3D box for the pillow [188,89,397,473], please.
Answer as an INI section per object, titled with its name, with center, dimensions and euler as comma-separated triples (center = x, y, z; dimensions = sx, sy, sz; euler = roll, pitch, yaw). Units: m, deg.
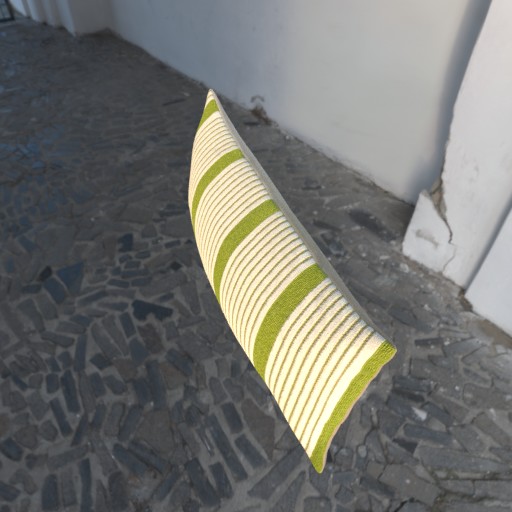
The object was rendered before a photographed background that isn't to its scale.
[pillow]
center = 0.000, 0.000, 0.728
dimensions = 0.156, 0.292, 0.608
euler = -16, 48, -15
